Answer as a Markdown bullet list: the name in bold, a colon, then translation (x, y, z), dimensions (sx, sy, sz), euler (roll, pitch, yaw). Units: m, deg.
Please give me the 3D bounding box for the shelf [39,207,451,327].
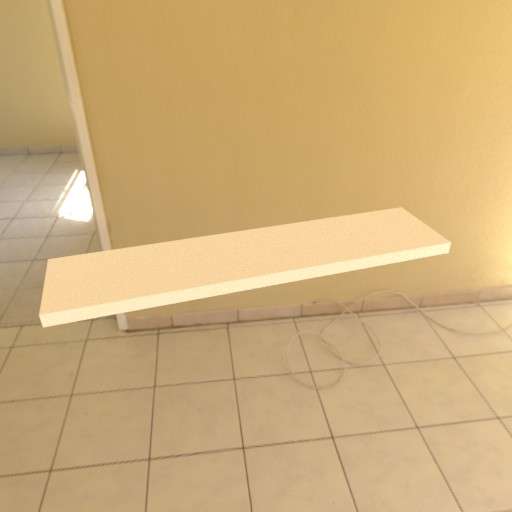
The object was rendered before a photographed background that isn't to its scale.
- **shelf**: translation (0.000, 0.000, 0.691), dimensions (0.610, 0.020, 0.140), euler (-9, 32, -15)
